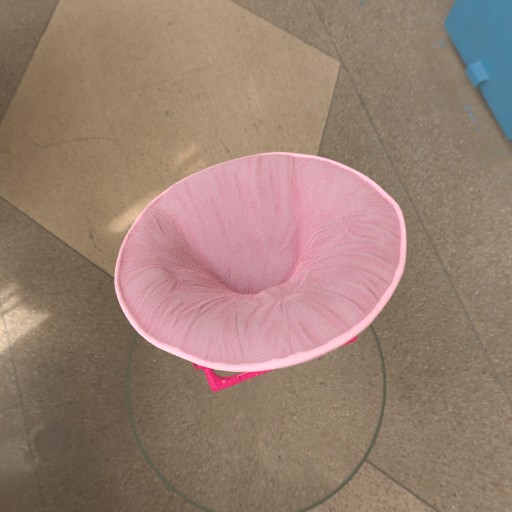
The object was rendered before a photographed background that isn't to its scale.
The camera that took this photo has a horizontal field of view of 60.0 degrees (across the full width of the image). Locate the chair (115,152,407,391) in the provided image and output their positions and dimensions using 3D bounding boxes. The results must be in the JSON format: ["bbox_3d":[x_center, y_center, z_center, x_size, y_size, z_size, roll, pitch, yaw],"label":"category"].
[{"bbox_3d":[0.000,0.000,0.908,0.522,0.494,0.459,-19,76,-5],"label":"chair"}]
